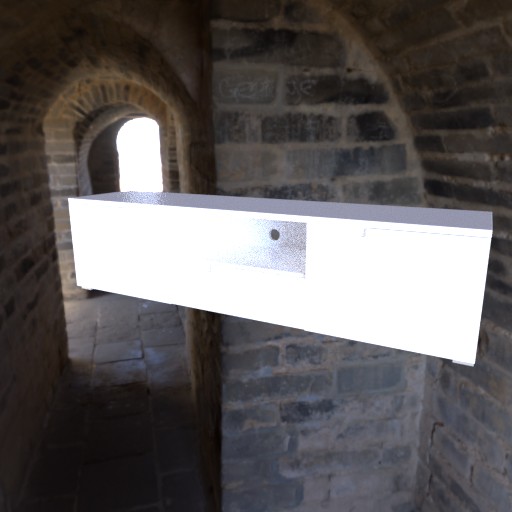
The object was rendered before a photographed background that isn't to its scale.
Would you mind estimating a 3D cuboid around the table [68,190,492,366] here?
[{"bbox_3d":[0.000,0.000,1.794,1.650,0.420,0.390,7,16,26],"label":"table"}]
